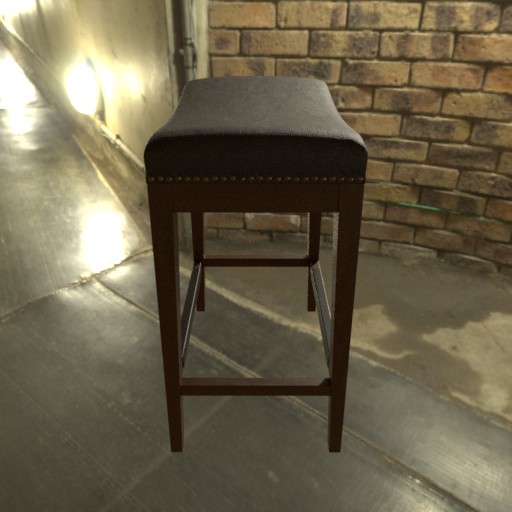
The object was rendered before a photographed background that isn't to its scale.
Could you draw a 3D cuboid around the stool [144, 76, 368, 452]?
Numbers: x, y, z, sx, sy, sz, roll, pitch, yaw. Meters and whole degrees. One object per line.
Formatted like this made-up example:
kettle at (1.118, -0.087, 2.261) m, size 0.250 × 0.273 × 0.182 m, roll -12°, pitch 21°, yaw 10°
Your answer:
stool at (0.000, 0.000, 0.957) m, size 0.353 × 0.664 × 0.490 m, roll 0°, pitch 32°, yaw 0°
